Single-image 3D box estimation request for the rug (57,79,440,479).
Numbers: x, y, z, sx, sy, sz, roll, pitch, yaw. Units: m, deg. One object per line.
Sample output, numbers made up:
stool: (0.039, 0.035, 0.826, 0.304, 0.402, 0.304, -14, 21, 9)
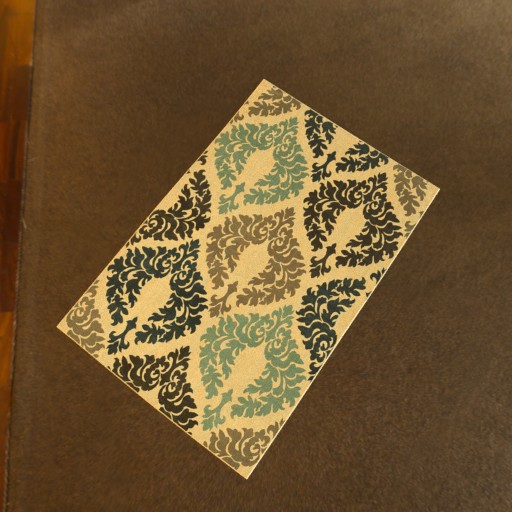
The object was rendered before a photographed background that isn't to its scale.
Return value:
rug: (0.000, 0.000, 2.950, 1.514, 0.014, 2.275, 35, 78, 9)
